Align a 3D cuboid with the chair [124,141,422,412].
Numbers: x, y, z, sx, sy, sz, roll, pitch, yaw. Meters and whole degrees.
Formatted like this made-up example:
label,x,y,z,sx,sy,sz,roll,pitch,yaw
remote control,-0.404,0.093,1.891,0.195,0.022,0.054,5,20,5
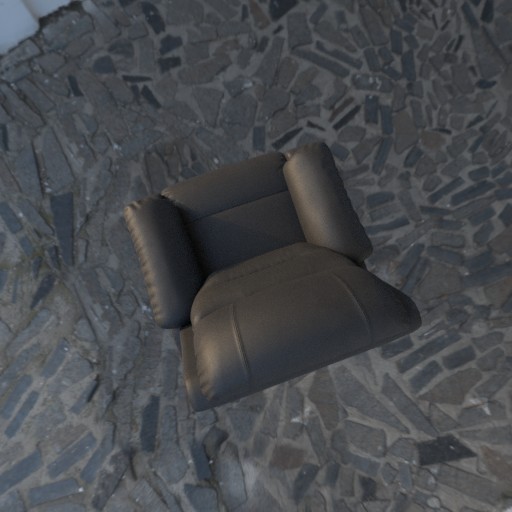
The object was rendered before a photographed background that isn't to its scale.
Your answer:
label,x,y,z,sx,sy,sz,roll,pitch,yaw
chair,0.000,0.000,1.696,0.855,0.992,0.919,-19,76,-5
